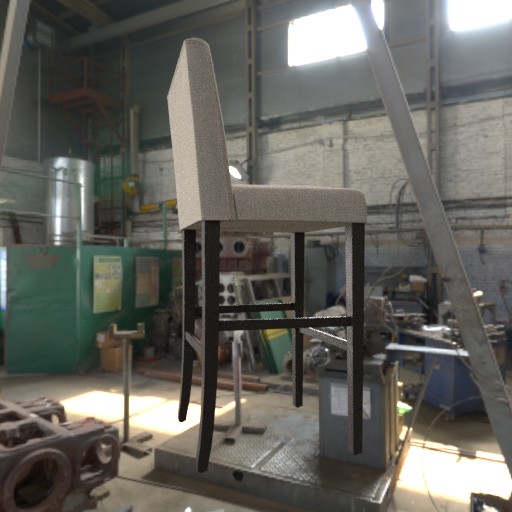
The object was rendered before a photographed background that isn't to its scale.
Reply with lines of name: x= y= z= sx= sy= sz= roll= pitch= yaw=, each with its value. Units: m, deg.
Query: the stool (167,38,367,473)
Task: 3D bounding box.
stool: x=0.000 y=0.000 z=1.386 sx=0.509 sy=1.116 sz=0.474 roll=0 pitch=-1 yaw=-17
